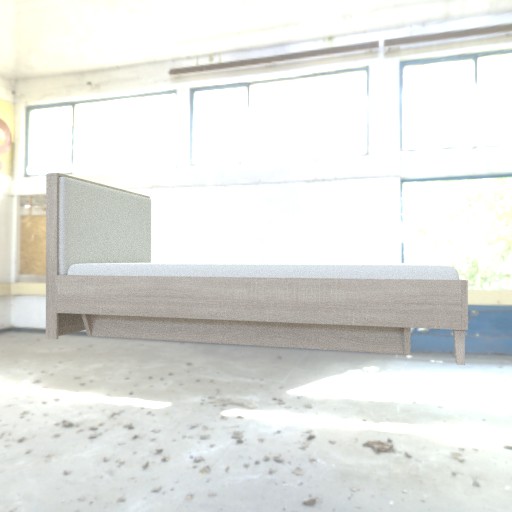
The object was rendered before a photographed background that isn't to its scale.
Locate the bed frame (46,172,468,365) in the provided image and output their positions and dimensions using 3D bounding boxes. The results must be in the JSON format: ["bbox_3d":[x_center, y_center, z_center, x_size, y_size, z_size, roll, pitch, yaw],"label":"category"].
[{"bbox_3d":[0.000,0.000,2.628,2.140,0.920,0.990,0,0,17],"label":"bed frame"}]
